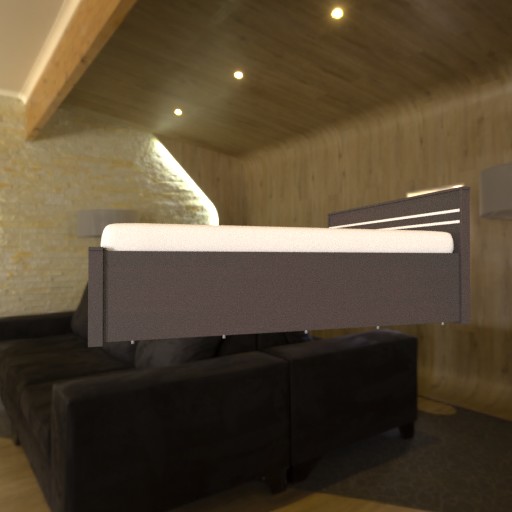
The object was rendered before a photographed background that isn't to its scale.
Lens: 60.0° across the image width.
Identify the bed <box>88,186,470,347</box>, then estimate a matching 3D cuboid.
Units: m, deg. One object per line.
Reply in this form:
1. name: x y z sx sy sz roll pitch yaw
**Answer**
1. bed: 0.000 0.000 3.029 2.103 0.808 1.634 0 -1 -19
